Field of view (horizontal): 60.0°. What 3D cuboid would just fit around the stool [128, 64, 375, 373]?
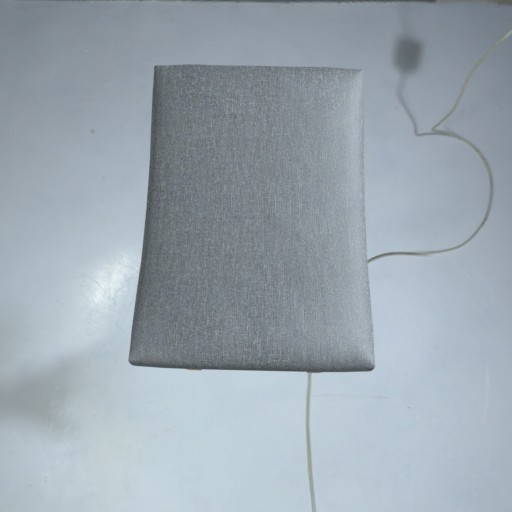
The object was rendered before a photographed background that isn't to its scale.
[{"bbox_3d":[0.000,0.000,0.850,0.320,0.612,0.439,1,76,0],"label":"stool"}]
